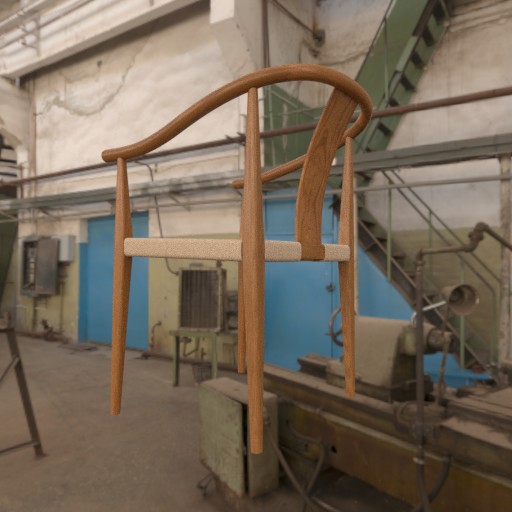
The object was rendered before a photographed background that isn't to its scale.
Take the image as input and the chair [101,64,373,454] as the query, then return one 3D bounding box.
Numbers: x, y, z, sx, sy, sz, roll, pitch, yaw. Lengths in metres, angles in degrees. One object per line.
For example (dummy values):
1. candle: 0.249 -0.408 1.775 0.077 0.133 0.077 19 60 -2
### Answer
1. chair: 0.000 0.000 1.178 0.579 0.800 0.556 0 -1 36
